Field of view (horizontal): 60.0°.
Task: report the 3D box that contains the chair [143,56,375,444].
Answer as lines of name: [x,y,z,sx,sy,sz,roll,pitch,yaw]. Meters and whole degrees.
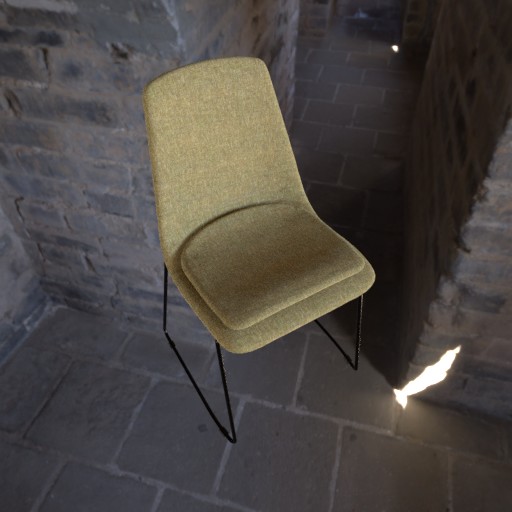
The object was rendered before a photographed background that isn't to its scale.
chair: [0.000,0.000,1.162,0.479,0.849,0.496,-23,49,-22]
